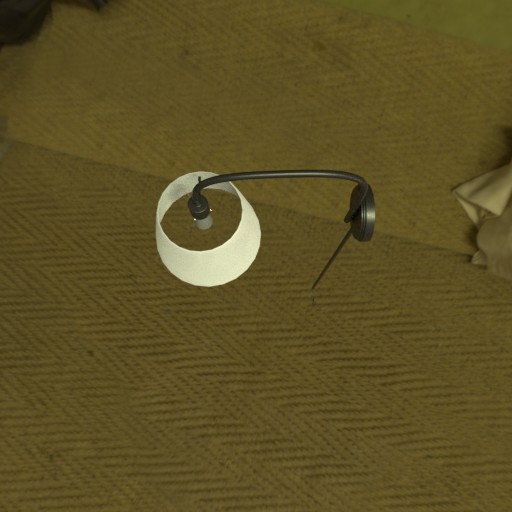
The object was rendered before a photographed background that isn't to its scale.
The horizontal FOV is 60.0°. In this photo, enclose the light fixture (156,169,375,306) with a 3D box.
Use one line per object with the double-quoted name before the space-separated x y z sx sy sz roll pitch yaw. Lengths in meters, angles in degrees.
"light fixture" 0.000 0.000 0.467 0.176 0.399 0.092 -2 75 -1
